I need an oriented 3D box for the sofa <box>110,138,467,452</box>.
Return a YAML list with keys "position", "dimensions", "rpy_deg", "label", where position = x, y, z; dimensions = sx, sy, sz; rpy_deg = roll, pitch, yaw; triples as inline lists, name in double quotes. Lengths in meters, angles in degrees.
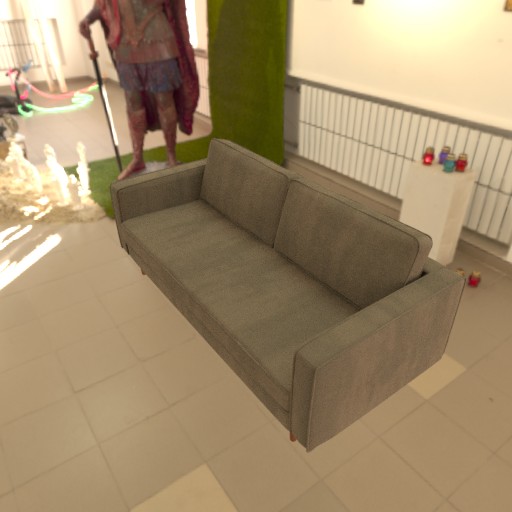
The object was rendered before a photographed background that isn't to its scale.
- position: [0.000, 0.000, 2.441]
  dimensions: [0.924, 0.825, 1.920]
  rpy_deg: [-22, 39, -30]
  label: "sofa"
